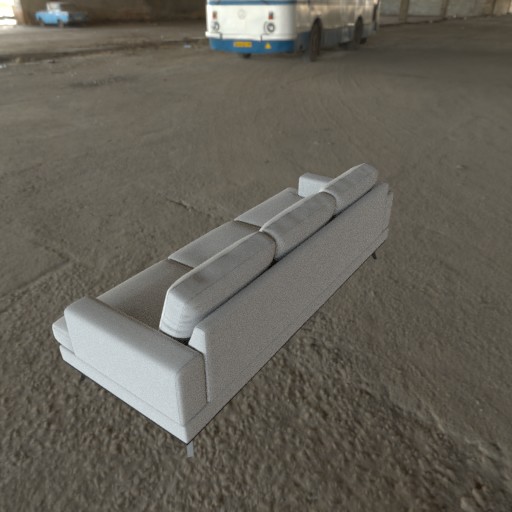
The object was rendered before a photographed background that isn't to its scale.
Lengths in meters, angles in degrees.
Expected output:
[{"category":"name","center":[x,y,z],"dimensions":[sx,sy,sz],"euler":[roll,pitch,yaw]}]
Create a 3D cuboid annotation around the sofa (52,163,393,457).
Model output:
[{"category":"sofa","center":[0.000,0.000,2.802],"dimensions":[0.920,0.810,2.310],"euler":[20,35,30]}]
